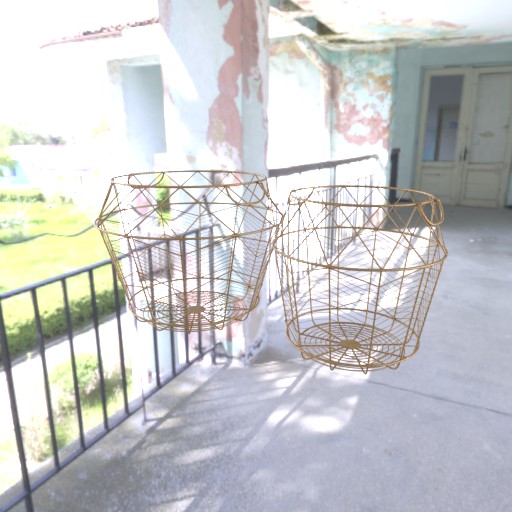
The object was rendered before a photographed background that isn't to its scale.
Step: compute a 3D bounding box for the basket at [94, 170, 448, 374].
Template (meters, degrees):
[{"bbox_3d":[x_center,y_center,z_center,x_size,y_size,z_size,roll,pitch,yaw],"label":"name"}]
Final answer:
[{"bbox_3d":[0.000,0.000,1.019,0.805,0.343,0.451,8,18,27],"label":"basket"}]
